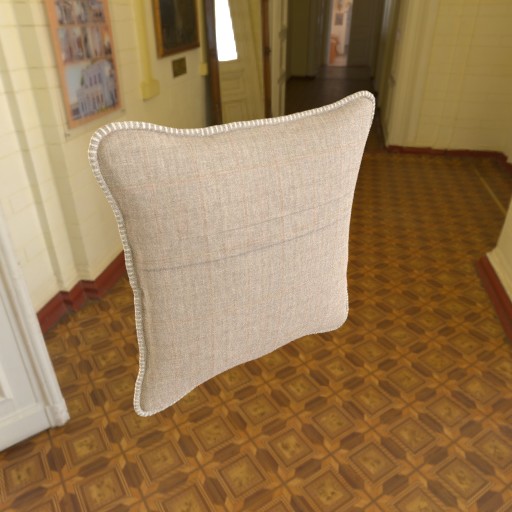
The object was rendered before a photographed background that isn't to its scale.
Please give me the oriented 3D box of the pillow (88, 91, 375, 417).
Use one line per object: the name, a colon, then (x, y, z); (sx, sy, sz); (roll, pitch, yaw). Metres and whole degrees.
pillow: (0.000, 0.000, 0.750); (0.485, 0.494, 0.124); (-18, 34, -29)
